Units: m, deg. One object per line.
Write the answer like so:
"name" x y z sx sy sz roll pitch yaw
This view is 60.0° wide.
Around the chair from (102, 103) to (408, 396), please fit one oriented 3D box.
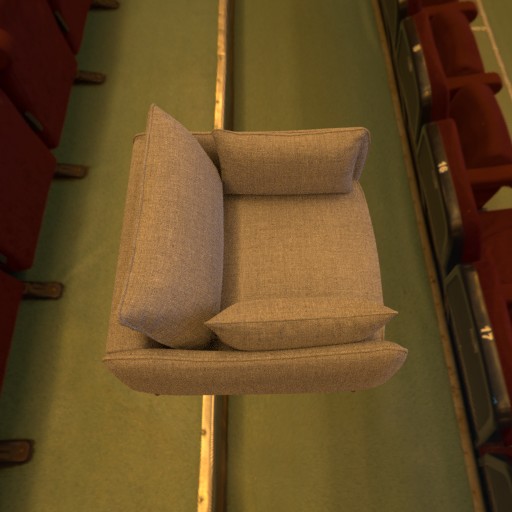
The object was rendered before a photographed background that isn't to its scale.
"chair" 0.000 0.000 1.720 0.976 0.839 0.993 -1 63 0
